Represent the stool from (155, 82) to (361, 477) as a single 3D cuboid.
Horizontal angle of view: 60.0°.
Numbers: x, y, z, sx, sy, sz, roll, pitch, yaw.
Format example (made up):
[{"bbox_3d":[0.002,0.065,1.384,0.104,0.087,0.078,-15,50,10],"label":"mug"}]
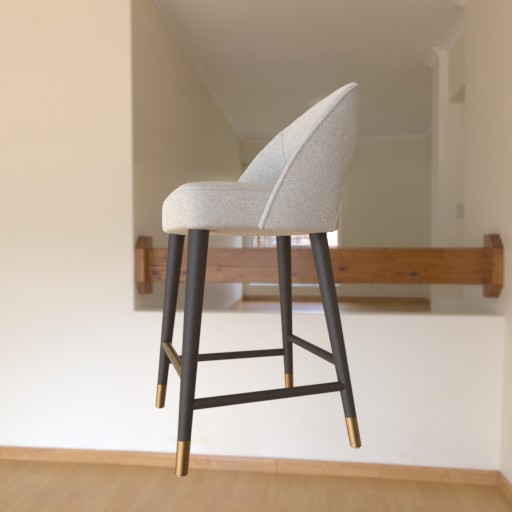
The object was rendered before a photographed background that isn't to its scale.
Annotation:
[{"bbox_3d":[0.000,0.000,1.230,0.509,0.940,0.494,0,1,-18],"label":"stool"}]
